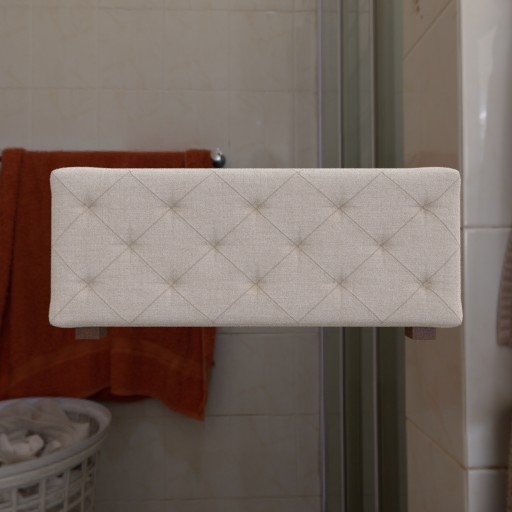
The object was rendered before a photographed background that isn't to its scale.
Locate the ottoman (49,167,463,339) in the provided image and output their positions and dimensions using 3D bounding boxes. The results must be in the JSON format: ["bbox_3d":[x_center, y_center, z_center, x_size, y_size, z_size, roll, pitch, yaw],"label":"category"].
[{"bbox_3d":[0.000,0.000,1.592,1.028,0.439,1.028,0,-1,0],"label":"ottoman"}]
